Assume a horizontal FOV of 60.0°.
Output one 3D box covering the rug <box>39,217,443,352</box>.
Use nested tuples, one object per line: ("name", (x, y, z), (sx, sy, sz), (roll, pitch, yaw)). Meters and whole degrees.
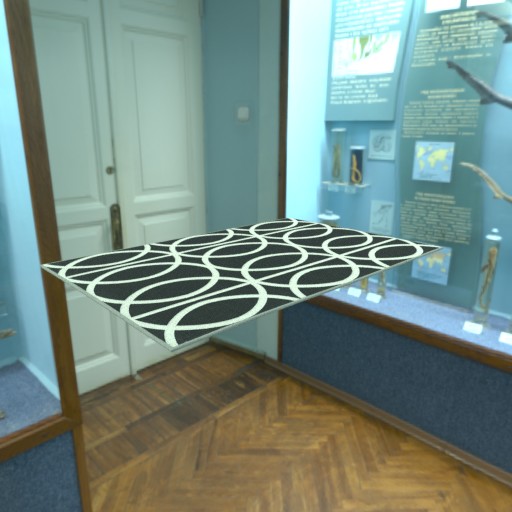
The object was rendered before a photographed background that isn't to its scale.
("rug", (0.000, 0.000, 2.981), (2.290, 0.014, 1.526), (-14, 21, -41))
